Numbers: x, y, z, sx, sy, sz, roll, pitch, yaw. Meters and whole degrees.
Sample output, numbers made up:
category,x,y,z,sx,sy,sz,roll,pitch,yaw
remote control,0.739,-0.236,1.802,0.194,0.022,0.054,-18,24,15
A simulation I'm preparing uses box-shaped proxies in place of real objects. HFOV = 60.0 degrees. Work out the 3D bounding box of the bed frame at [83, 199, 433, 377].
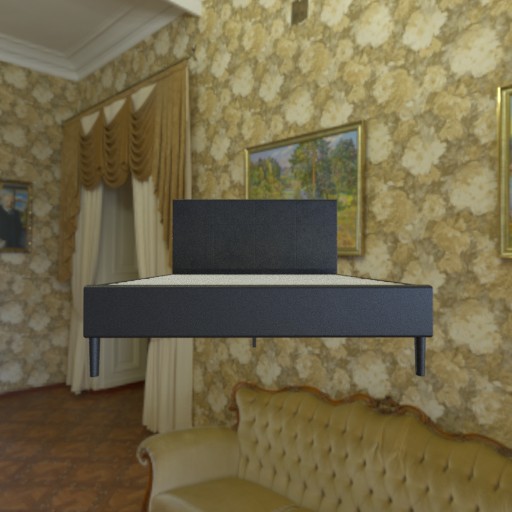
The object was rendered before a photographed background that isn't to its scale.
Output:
category,x,y,z,sx,sy,sz,roll,pitch,yaw
bed frame,0.000,0.000,2.930,1.469,1.046,2.152,0,-1,-1
